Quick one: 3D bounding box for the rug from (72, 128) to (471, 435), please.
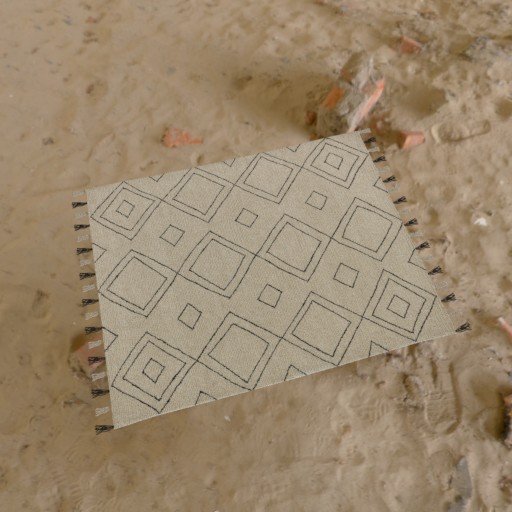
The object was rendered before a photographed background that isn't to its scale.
[{"bbox_3d":[0.000,0.000,4.130,3.221,0.026,2.342,-14,64,-7],"label":"rug"}]
